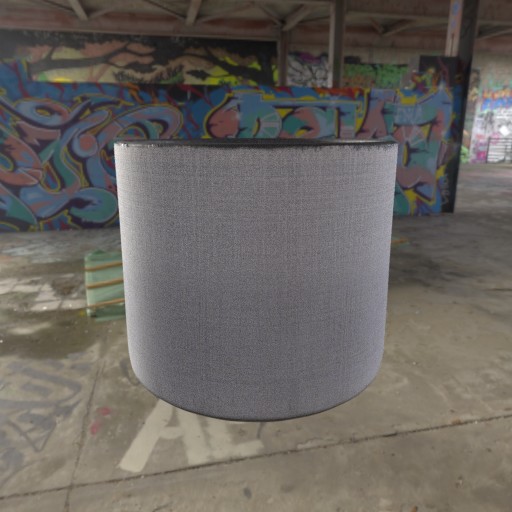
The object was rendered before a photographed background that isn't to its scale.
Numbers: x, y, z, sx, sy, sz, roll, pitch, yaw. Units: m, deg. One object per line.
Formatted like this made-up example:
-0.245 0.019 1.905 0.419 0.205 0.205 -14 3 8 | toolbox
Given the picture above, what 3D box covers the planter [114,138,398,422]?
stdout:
0.000 0.000 0.436 0.254 0.221 0.254 0 16 0 | planter
